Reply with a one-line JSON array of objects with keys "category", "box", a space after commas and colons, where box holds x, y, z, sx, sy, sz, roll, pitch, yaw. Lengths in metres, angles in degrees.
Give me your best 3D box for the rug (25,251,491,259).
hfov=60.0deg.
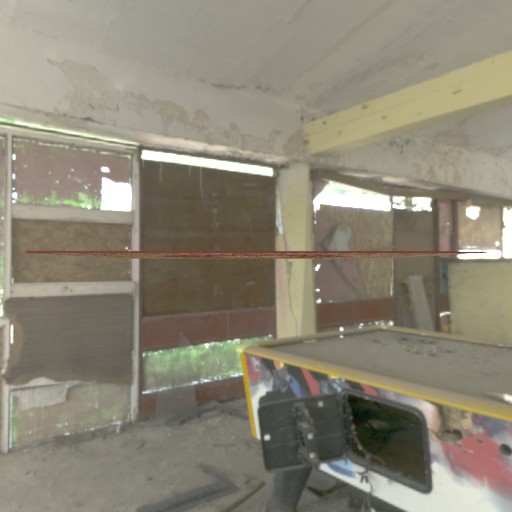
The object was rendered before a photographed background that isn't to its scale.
[{"category": "rug", "box": [0.000, 0.000, 4.088, 3.053, 0.013, 2.387, 0, -1, -2]}]
